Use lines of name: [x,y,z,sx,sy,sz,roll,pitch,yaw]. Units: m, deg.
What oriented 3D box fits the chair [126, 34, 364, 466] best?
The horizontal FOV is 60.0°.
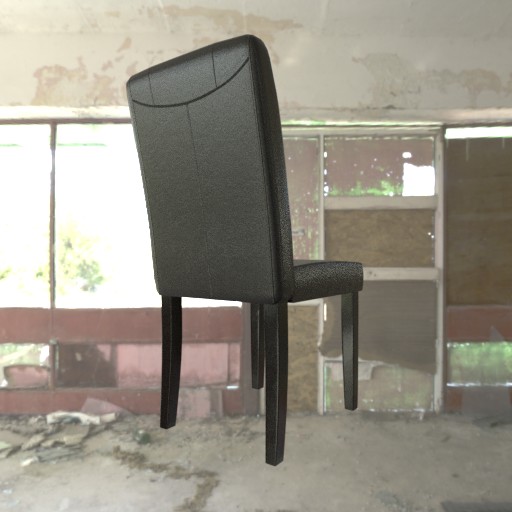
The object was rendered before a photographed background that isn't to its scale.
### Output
chair: [0.000,0.000,1.194,0.399,0.897,0.556,0,1,36]
